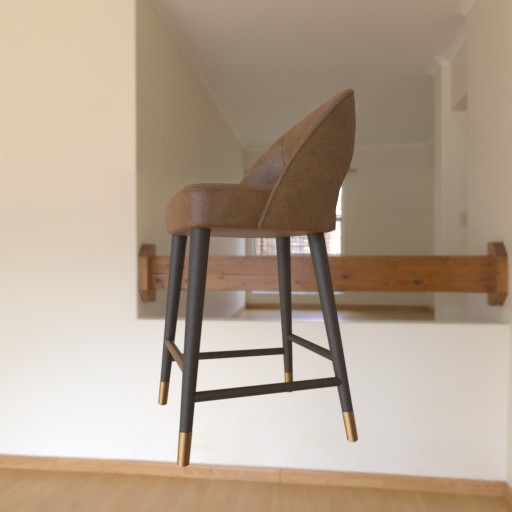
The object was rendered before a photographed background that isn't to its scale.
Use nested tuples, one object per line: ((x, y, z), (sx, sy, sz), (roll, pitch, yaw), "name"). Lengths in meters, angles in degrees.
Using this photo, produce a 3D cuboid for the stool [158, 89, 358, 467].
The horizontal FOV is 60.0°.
((0.000, 0.000, 1.271), (0.509, 0.940, 0.494), (0, 0, -18), "stool")
